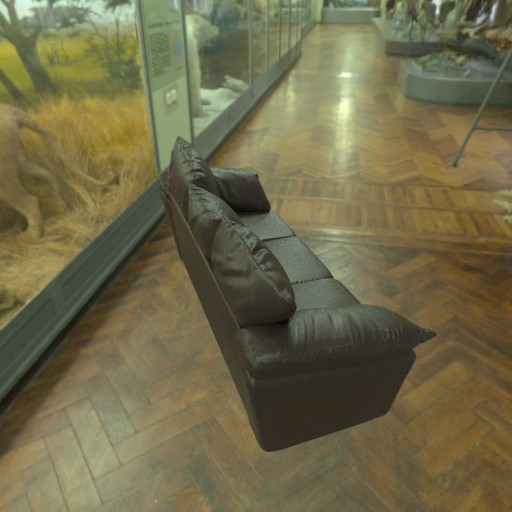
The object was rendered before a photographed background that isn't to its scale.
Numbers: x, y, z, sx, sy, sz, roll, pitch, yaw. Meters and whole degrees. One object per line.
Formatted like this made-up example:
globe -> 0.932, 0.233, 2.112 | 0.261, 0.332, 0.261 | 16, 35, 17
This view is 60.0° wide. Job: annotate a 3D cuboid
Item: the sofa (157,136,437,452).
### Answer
sofa -> 0.000, 0.000, 2.913 | 0.907, 1.091, 2.390 | -11, 33, -17
